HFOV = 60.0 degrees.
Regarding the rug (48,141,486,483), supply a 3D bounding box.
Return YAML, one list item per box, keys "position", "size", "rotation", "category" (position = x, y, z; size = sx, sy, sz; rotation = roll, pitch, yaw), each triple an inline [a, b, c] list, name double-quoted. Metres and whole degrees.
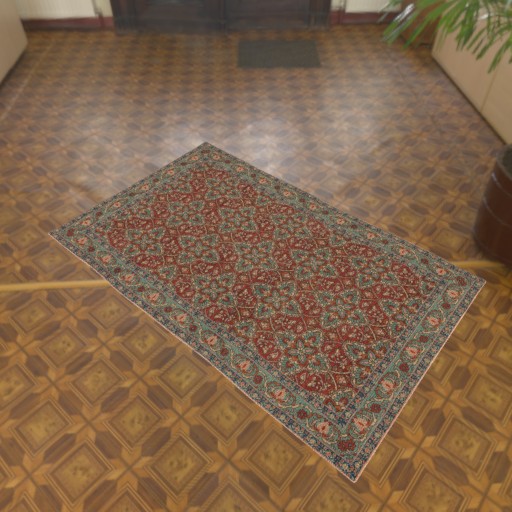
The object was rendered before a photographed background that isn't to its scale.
- position: [0.000, 0.000, 2.882]
  size: [2.439, 0.011, 1.533]
  rotation: [32, 54, 27]
  category: "rug"
